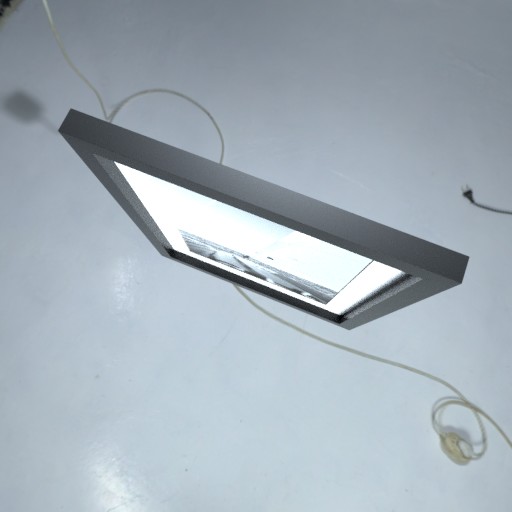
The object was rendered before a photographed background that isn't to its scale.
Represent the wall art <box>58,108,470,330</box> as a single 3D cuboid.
[{"bbox_3d":[0.000,0.000,0.744,0.461,0.558,0.031,21,77,5],"label":"wall art"}]
